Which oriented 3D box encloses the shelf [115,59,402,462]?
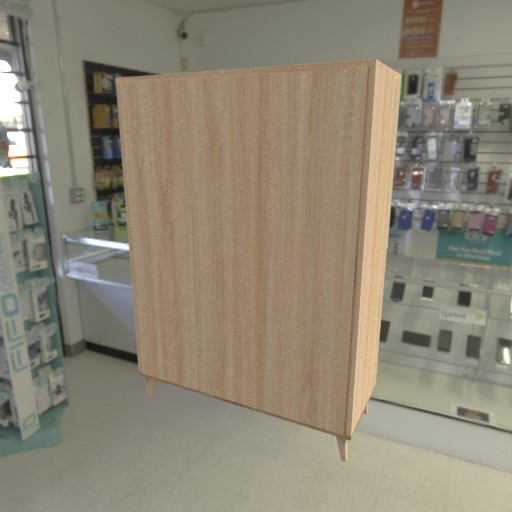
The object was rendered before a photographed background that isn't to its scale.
[{"bbox_3d":[0.000,0.000,1.859,0.995,1.405,0.434,8,17,26],"label":"shelf"}]
